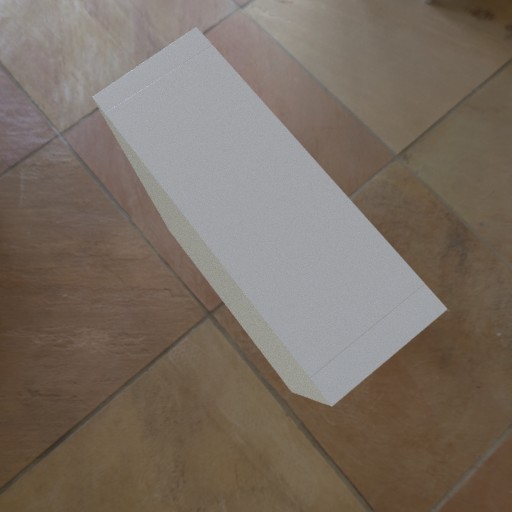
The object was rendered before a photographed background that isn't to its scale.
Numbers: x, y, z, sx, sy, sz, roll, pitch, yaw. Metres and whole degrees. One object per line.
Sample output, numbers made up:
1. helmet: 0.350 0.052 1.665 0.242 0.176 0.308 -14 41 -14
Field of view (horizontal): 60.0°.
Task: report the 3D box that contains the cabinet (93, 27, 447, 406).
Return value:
1. cabinet: 0.000 0.000 1.646 0.348 1.150 0.990 -37 78 -9
